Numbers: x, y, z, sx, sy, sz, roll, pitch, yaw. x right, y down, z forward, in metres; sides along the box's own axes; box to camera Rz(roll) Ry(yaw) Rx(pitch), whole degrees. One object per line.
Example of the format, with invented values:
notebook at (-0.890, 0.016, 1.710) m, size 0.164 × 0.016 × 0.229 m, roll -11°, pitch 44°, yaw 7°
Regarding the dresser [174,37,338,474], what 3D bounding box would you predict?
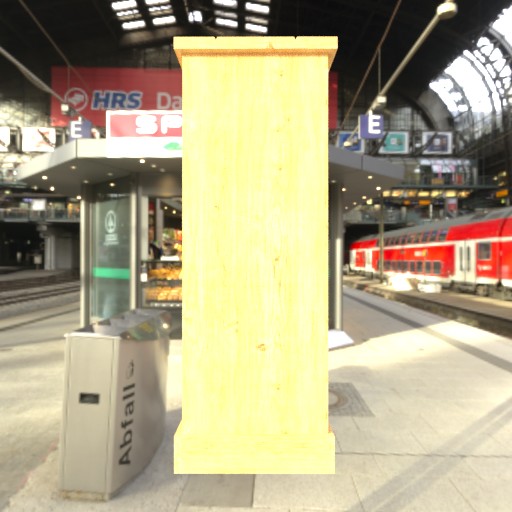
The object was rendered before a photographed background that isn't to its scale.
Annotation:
dresser at (0.000, 0.000, 1.318) m, size 0.390 × 1.041 × 0.531 m, roll 0°, pitch 0°, yaw 0°
